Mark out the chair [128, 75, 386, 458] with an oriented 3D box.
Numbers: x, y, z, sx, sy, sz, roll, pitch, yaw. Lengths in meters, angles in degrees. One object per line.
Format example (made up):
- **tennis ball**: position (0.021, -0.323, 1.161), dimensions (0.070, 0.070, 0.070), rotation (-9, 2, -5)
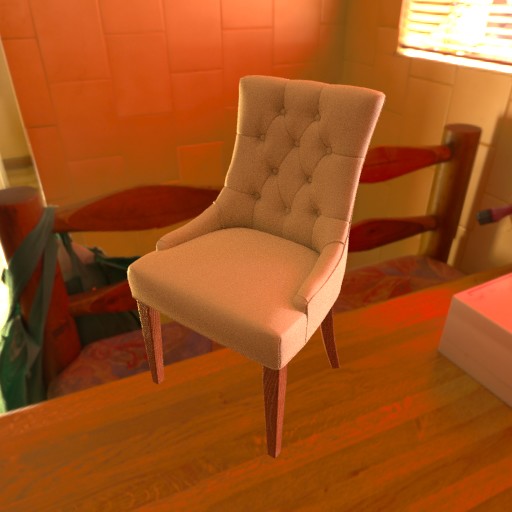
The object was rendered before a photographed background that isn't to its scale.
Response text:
- **chair**: position (0.000, 0.000, 1.257), dimensions (0.509, 0.874, 0.565), rotation (20, 36, 30)
